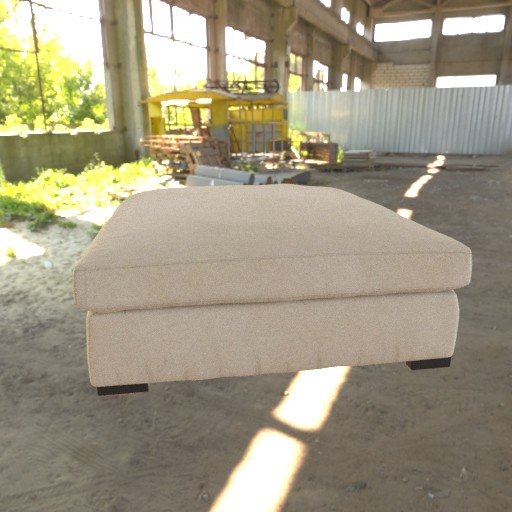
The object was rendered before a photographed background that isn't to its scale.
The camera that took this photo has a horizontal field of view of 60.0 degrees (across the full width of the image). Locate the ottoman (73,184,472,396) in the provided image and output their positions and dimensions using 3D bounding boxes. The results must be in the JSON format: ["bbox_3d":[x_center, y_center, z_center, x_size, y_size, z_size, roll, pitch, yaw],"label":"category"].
[{"bbox_3d":[0.000,0.000,1.864,1.205,0.522,1.190,-3,17,-9],"label":"ottoman"}]
